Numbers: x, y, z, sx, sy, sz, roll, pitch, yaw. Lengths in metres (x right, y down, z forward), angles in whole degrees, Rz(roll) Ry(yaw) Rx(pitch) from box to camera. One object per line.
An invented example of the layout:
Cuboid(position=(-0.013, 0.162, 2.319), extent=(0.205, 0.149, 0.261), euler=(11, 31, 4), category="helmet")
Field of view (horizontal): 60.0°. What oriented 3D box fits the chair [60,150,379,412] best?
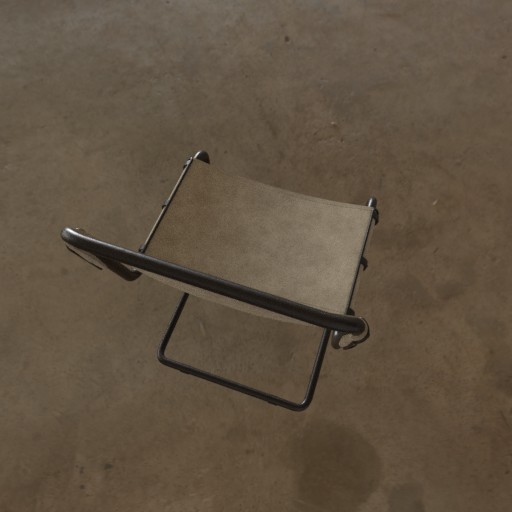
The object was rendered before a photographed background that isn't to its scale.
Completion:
Cuboid(position=(0.000, 0.000, 1.040), extent=(0.499, 0.747, 0.497), euler=(17, 64, 9), category="chair")
